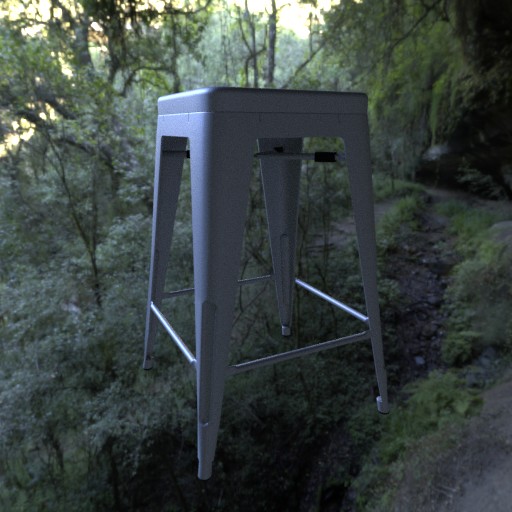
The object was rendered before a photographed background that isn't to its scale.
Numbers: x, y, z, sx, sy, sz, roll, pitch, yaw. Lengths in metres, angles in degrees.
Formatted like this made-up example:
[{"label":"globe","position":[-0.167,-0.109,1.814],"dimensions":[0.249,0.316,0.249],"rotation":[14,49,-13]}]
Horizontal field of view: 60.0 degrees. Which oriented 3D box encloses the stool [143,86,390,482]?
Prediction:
[{"label":"stool","position":[0.000,0.000,0.891],"dimensions":[0.406,0.610,0.406],"rotation":[-8,18,-26]}]
